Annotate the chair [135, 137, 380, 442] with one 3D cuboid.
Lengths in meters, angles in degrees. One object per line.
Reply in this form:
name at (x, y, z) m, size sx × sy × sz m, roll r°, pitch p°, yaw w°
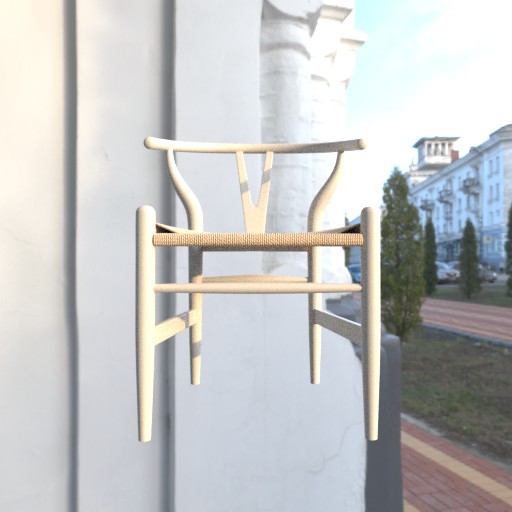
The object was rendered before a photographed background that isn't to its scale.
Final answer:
chair at (0.000, 0.000, 1.150) m, size 0.569 × 0.730 × 0.579 m, roll 0°, pitch -1°, yaw -1°
